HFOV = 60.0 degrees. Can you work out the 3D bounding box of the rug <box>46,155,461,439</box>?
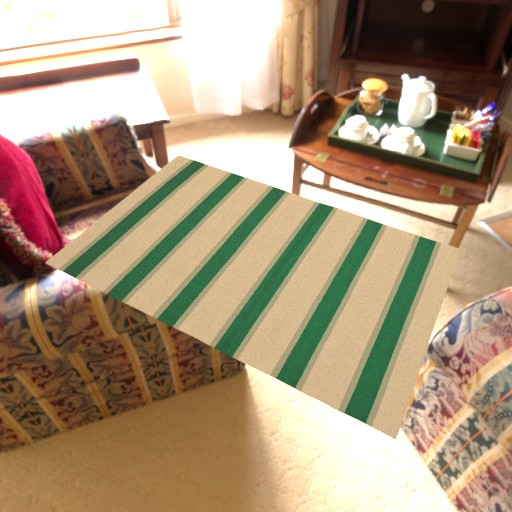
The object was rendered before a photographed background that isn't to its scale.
[{"bbox_3d":[0.000,0.000,3.056,2.436,0.015,1.521,22,49,20],"label":"rug"}]
